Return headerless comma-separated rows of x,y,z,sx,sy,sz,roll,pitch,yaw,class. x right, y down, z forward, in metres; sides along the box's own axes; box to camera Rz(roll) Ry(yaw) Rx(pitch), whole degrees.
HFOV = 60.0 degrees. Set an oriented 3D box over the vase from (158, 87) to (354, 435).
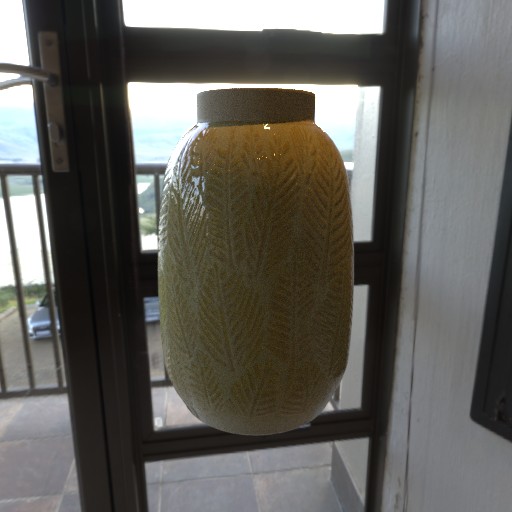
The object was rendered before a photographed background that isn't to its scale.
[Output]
0.000,0.000,0.391,0.172,0.270,0.172,0,14,0,vase
